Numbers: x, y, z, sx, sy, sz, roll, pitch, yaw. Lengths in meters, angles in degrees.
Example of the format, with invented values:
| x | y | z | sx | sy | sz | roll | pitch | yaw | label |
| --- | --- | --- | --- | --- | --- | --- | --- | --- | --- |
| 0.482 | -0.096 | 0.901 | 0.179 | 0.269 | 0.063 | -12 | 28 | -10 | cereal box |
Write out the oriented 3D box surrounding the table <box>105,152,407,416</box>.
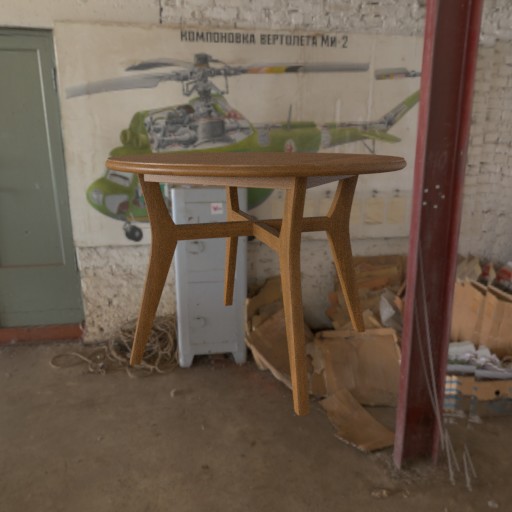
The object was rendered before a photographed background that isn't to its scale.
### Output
| x | y | z | sx | sy | sz | roll | pitch | yaw | label |
| --- | --- | --- | --- | --- | --- | --- | --- | --- | --- |
| 0.000 | 0.000 | 1.726 | 1.055 | 0.757 | 1.055 | 0 | 15 | 0 | table |
